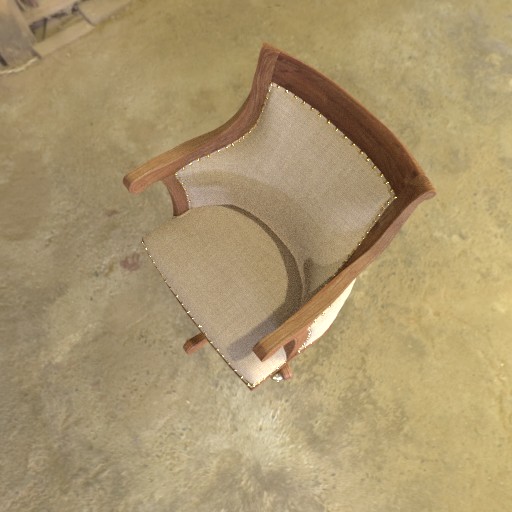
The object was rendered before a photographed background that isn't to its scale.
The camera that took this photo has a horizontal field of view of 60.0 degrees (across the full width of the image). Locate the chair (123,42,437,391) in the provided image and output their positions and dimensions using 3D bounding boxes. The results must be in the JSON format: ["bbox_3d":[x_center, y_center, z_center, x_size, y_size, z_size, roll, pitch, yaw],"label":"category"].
[{"bbox_3d":[0.000,0.000,1.436,0.689,0.965,0.656,-35,69,-16],"label":"chair"}]
